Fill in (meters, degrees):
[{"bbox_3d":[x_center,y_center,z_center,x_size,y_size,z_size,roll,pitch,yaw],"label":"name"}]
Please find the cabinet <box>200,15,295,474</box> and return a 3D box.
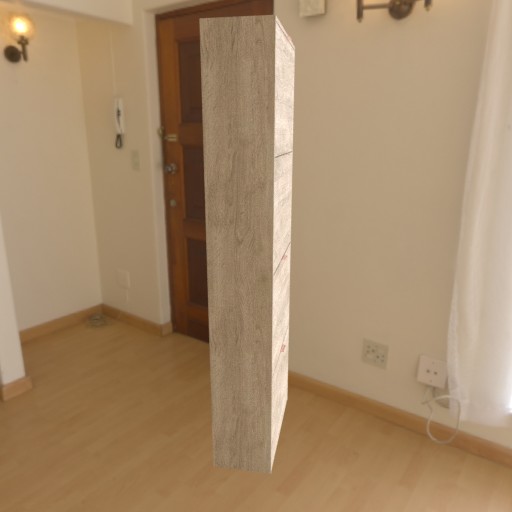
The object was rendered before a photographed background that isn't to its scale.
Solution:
[{"bbox_3d":[0.000,0.000,1.791,0.250,1.630,0.520,3,16,11],"label":"cabinet"}]
